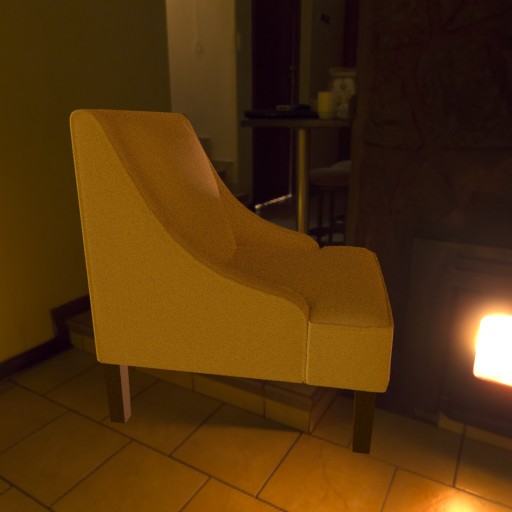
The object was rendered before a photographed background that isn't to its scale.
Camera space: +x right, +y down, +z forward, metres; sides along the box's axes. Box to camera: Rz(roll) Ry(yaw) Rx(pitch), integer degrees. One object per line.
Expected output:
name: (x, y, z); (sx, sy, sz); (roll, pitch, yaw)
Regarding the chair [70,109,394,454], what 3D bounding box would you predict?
chair: (0.000, 0.000, 1.425); (0.806, 0.886, 0.689); (3, 17, 10)
